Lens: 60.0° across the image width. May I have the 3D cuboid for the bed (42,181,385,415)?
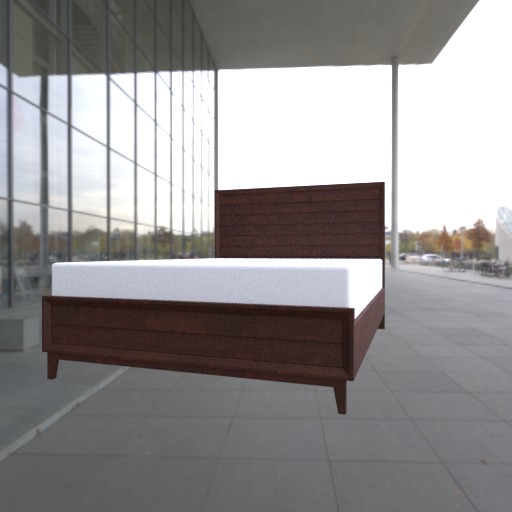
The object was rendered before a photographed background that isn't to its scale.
[{"bbox_3d":[0.000,0.000,3.074,1.600,1.270,2.184,0,0,19],"label":"bed"}]
